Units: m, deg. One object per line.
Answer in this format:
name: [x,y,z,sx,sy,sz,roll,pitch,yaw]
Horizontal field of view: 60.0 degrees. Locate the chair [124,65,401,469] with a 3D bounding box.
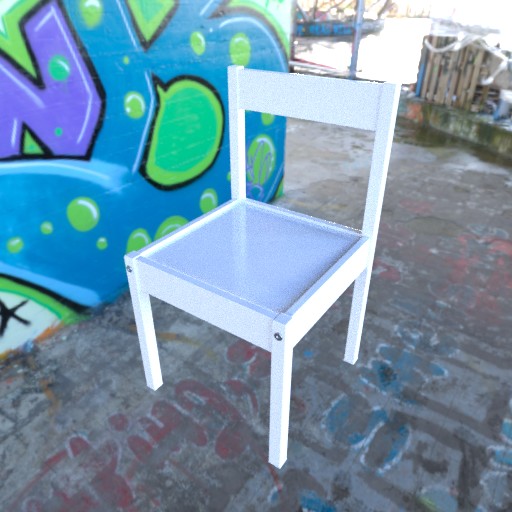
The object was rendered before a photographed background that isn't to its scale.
chair: [0.000,0.000,0.699,0.285,0.505,0.285,20,36,29]
